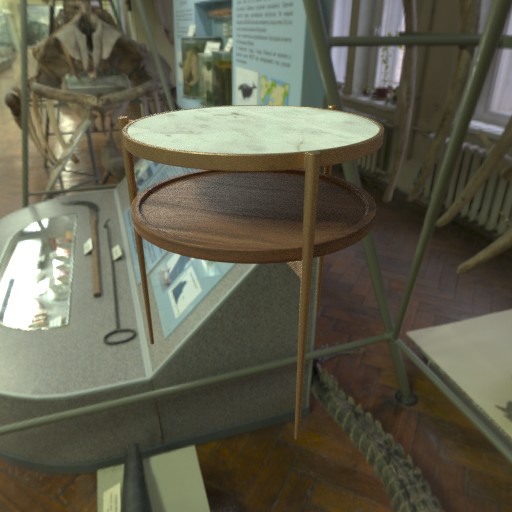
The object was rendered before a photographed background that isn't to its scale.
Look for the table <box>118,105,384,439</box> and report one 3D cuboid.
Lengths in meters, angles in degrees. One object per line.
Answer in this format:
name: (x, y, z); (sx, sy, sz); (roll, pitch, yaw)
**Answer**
table: (0.000, 0.000, 0.838); (0.430, 0.493, 0.456); (-9, 28, -16)
